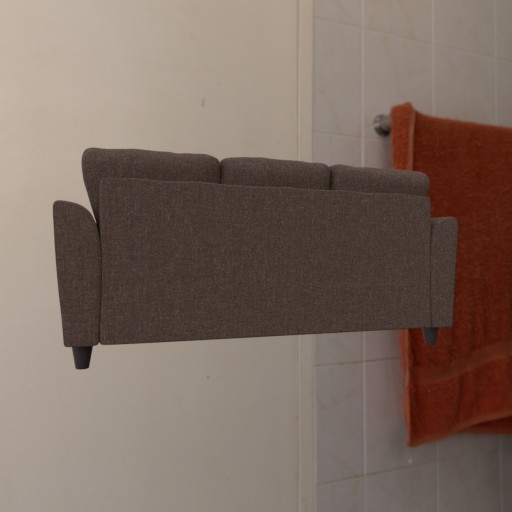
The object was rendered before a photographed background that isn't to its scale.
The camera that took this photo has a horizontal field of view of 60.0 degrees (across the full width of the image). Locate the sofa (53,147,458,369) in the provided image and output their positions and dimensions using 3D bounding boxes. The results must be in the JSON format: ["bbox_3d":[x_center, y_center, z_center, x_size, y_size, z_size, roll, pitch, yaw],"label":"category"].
[{"bbox_3d":[0.000,0.000,2.297,1.847,0.891,0.837,0,-1,-18],"label":"sofa"}]
